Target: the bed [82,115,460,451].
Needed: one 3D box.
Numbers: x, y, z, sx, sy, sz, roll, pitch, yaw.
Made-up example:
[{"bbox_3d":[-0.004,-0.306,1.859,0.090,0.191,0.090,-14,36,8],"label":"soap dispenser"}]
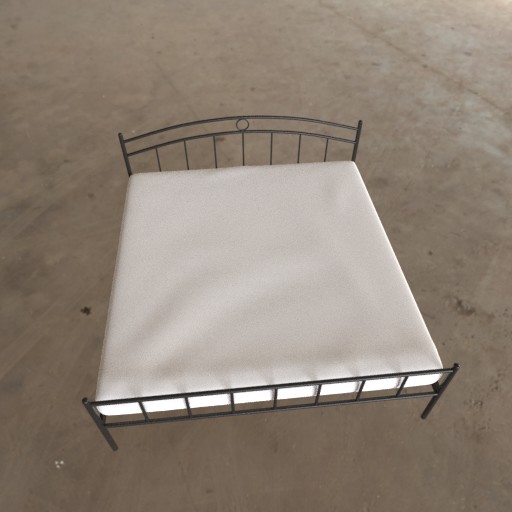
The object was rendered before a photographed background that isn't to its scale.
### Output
[{"bbox_3d":[0.000,0.000,2.980,1.880,0.940,2.040,-4,47,-4],"label":"bed"}]
